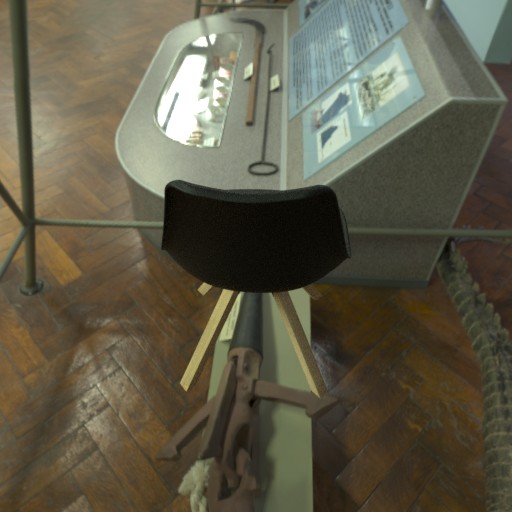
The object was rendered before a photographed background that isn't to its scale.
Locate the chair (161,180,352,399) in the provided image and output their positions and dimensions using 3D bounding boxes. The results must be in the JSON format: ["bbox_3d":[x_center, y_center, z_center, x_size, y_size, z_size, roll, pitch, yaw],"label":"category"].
[{"bbox_3d":[0.000,0.000,1.193,0.485,0.850,0.549,2,46,2],"label":"chair"}]
